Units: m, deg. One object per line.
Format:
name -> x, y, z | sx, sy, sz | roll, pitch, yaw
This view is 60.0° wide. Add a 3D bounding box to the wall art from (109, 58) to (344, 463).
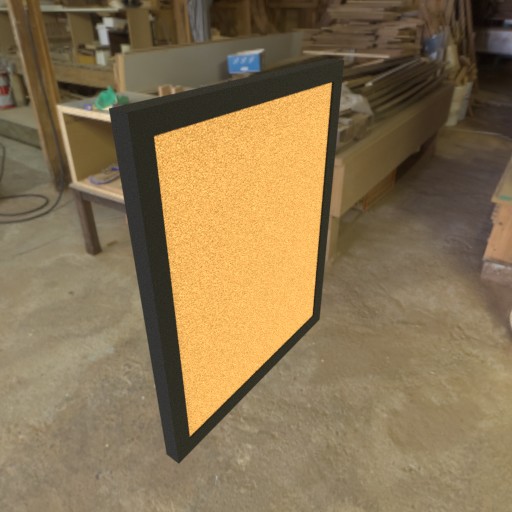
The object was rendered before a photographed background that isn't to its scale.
wall art -> 0.000, 0.000, 0.740 | 0.029, 0.559, 0.457 | 21, 37, 31
